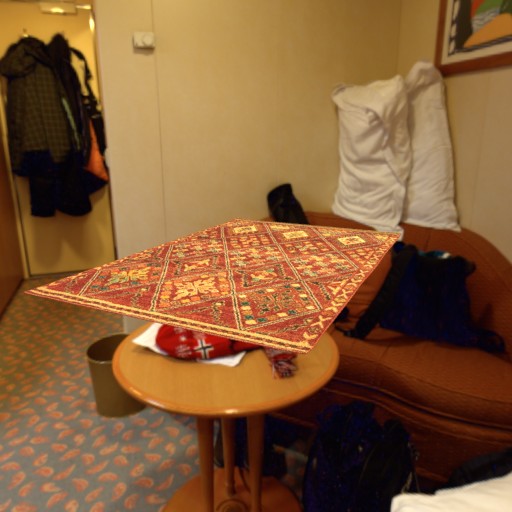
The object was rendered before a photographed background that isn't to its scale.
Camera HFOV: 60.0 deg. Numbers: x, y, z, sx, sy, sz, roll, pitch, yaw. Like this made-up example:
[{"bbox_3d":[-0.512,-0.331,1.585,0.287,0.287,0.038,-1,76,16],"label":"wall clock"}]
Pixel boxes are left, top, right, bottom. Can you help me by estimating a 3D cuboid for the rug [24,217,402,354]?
[{"bbox_3d":[0.000,0.000,2.918,1.521,0.026,2.286,7,17,25],"label":"rug"}]
